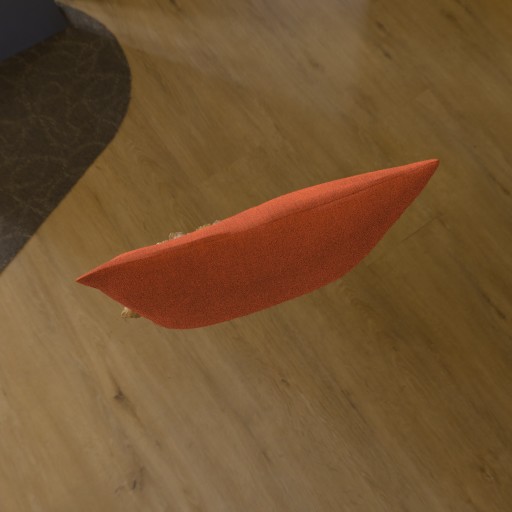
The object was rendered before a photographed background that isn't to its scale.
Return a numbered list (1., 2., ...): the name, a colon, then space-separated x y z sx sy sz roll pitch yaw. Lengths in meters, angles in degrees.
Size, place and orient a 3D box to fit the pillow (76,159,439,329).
1. pillow: 0.000 0.000 0.766 0.490 0.482 0.165 -18 77 -4
